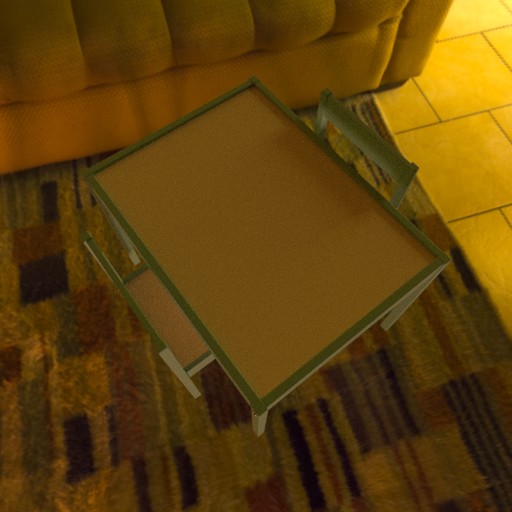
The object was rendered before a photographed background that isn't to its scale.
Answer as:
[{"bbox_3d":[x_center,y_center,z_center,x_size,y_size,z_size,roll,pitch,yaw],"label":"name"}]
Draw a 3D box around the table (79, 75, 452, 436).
[{"bbox_3d":[0.000,0.000,1.100,0.633,0.503,0.639,-35,69,-16],"label":"table"}]
